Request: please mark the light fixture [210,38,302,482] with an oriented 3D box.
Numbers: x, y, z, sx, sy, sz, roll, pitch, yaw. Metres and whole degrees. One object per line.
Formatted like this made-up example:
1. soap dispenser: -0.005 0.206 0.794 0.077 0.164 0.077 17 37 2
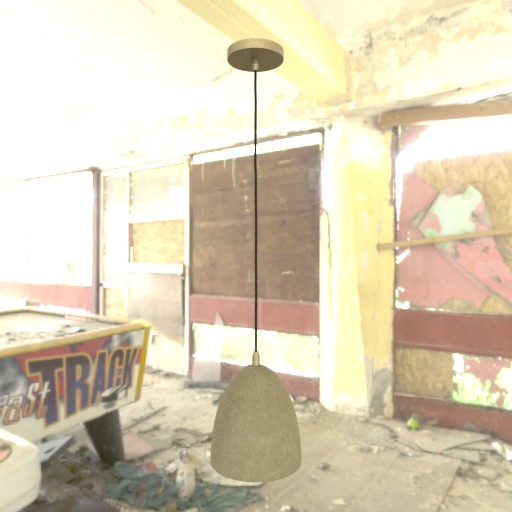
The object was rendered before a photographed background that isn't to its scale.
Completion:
1. light fixture: 0.000 0.000 0.826 0.170 0.759 0.170 0 0 -37
